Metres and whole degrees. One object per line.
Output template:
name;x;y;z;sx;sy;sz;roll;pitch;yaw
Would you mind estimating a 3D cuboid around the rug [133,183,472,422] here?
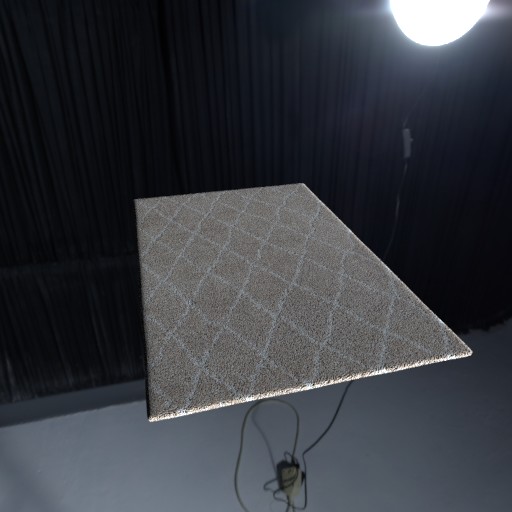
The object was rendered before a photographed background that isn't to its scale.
rug;0.000;0.000;3.415;1.778;0.030;2.743;-8;31;-13
